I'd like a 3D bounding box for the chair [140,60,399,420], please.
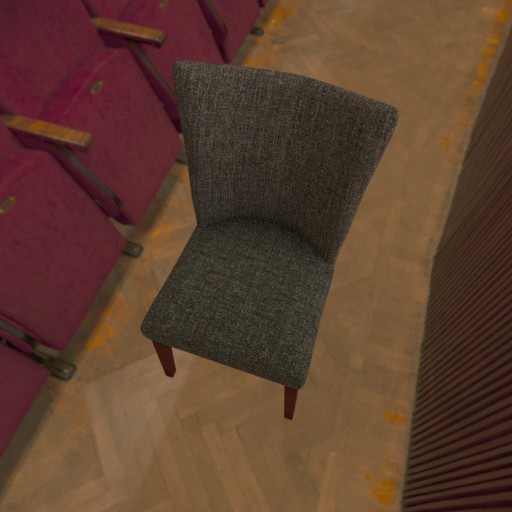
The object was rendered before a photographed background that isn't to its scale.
[{"bbox_3d":[0.000,0.000,1.299,0.535,0.924,0.623,16,60,10],"label":"chair"}]
